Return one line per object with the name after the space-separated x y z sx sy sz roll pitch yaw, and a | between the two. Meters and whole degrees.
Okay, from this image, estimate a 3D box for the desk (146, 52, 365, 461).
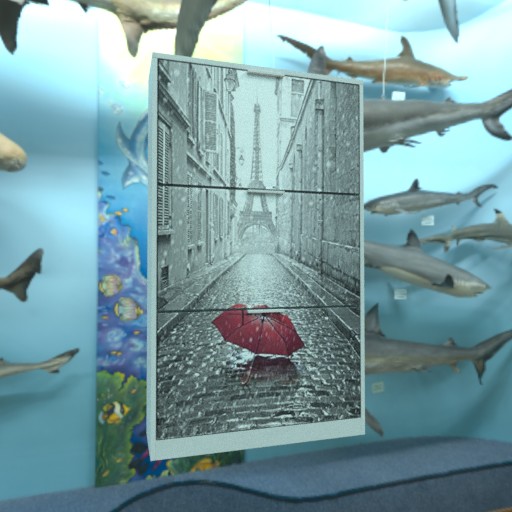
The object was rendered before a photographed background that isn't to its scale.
0.000 0.000 1.600 0.750 1.280 0.250 0 -1 -17 | desk
